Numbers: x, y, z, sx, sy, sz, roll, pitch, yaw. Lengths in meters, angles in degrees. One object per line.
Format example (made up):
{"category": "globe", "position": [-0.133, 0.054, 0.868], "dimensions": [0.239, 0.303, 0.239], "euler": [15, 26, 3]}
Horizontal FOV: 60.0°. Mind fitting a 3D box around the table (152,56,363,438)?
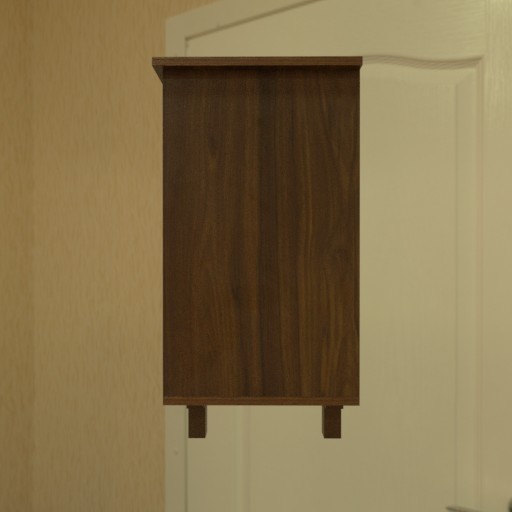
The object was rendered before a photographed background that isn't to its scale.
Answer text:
{"category": "table", "position": [0.000, 0.000, 1.203], "dimensions": [0.390, 0.725, 0.802], "euler": [0, 0, 0]}
